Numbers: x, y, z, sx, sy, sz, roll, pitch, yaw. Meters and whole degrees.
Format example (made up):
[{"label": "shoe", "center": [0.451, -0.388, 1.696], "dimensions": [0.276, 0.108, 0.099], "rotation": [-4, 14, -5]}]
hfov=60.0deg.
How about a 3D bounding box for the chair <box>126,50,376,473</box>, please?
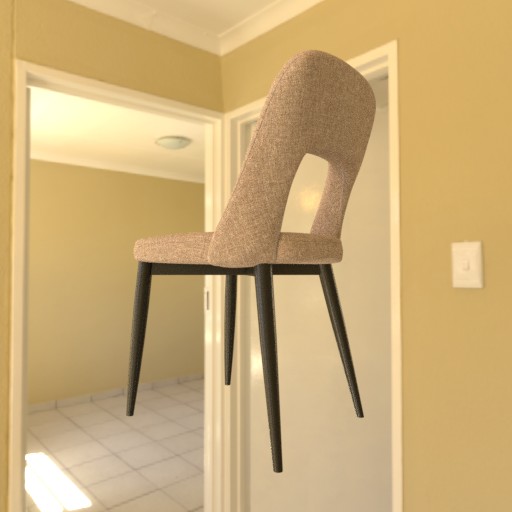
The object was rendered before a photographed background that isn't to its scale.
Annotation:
[{"label": "chair", "center": [0.000, 0.000, 1.256], "dimensions": [0.612, 0.931, 0.470], "rotation": [-1, -1, 39]}]
